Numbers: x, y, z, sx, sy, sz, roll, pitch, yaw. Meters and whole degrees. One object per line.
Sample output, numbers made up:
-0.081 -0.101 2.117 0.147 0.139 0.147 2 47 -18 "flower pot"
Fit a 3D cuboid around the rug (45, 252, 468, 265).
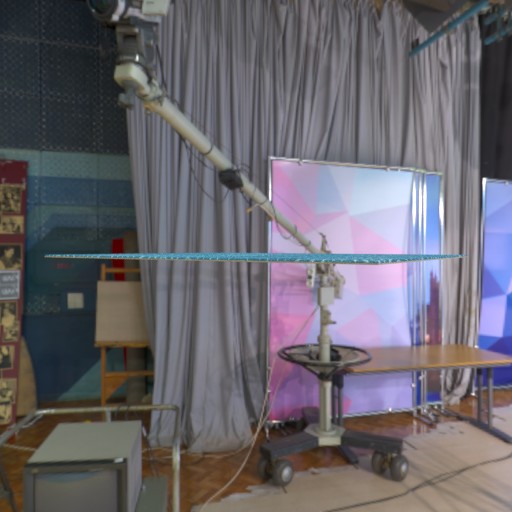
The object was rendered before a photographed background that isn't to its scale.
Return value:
0.000 0.000 2.765 2.144 0.015 1.543 1 1 36 "rug"
